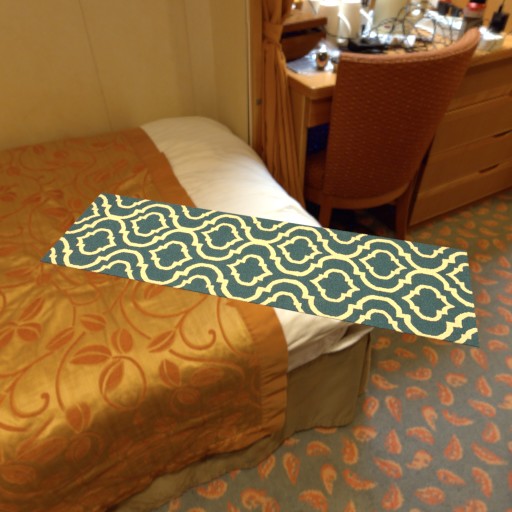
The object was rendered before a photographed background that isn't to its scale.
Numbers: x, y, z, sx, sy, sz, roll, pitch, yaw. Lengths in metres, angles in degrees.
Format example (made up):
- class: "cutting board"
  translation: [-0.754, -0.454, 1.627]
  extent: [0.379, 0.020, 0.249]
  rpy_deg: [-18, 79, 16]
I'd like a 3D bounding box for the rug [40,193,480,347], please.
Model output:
- class: "rug"
  translation: [0.000, 0.000, 2.491]
  extent: [2.296, 0.006, 0.685]
  rpy_deg: [10, 43, 11]
